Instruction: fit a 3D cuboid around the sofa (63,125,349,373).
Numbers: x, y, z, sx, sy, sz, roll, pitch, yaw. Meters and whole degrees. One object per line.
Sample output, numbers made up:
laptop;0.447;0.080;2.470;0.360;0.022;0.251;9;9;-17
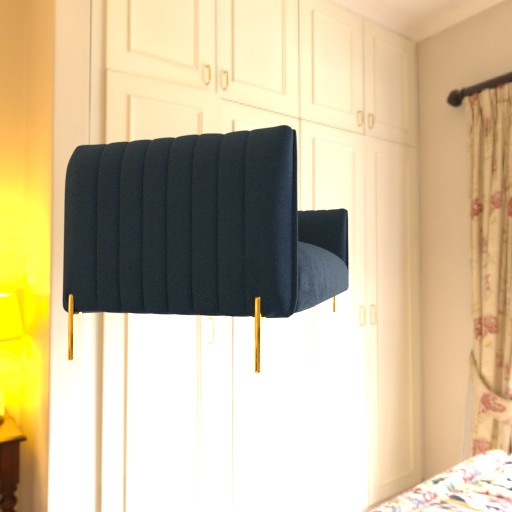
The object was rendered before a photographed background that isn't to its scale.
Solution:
sofa;0.000;0.000;2.476;0.896;0.793;2.136;-1;-2;16
